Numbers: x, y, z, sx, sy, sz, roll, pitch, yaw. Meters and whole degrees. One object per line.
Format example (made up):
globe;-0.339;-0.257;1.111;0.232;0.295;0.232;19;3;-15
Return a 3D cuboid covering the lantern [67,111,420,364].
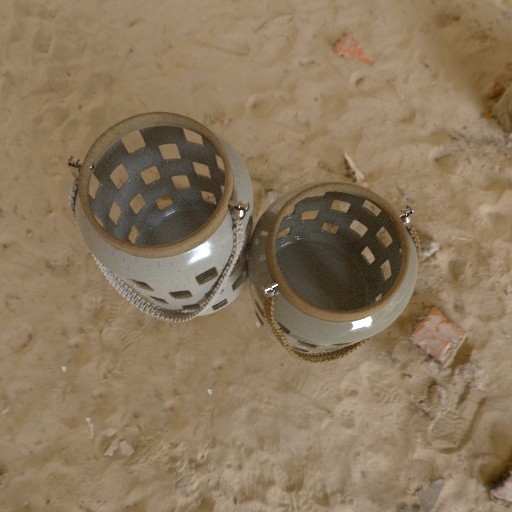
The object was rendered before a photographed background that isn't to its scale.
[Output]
lantern;0.000;0.000;0.485;0.347;0.255;0.184;15;75;4
